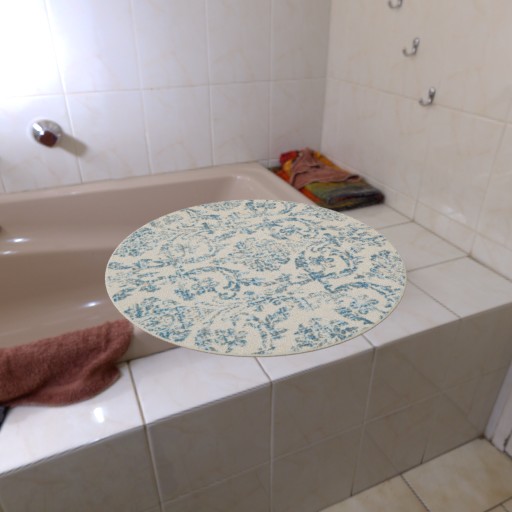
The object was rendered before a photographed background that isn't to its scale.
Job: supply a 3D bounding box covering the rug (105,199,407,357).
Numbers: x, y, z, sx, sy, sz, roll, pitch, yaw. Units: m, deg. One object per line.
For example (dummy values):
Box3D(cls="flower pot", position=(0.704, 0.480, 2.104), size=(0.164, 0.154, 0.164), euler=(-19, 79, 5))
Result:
Box3D(cls="rug", position=(0.000, 0.000, 2.439), size=(1.593, 0.012, 1.593), euler=(0, 30, 0))
